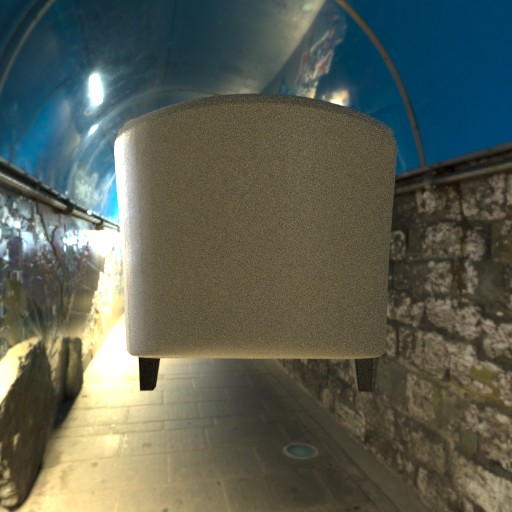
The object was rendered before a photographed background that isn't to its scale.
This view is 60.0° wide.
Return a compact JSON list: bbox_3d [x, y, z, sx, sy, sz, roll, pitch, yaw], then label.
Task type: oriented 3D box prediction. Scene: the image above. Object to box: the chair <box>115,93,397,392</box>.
[{"bbox_3d":[0.000,0.000,1.361,0.792,0.756,0.727,0,0,1],"label":"chair"}]
